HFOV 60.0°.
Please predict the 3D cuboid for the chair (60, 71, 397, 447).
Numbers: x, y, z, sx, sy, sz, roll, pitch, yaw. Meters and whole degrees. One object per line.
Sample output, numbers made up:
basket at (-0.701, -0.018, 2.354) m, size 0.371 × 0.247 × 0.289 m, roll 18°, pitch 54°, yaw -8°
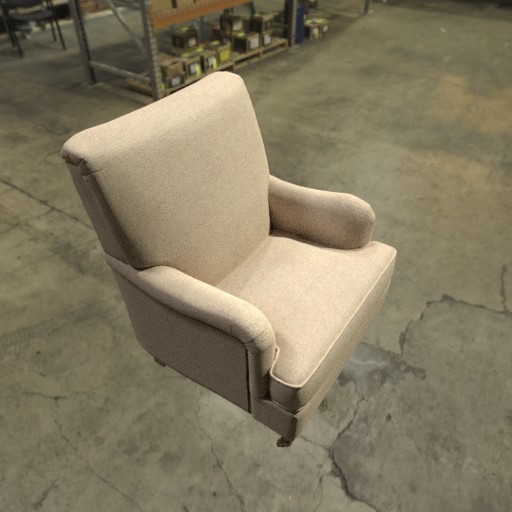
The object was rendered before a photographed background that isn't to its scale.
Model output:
chair at (0.000, 0.000, 1.802) m, size 0.953 × 1.119 × 0.879 m, roll 24°, pitch 47°, yaw 26°
